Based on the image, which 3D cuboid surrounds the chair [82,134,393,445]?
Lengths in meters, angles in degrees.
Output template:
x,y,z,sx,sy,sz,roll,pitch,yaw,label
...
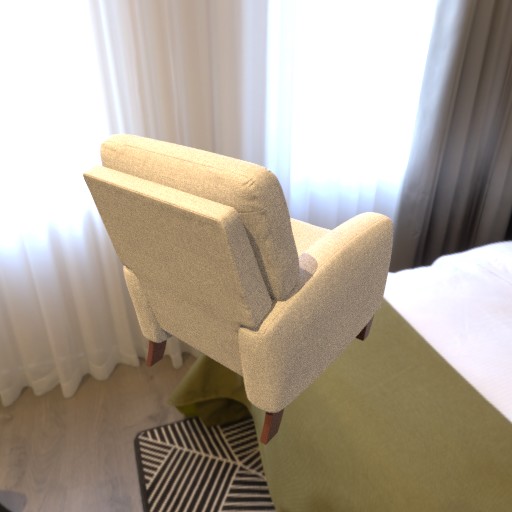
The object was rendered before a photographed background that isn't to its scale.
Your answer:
x,y,z,sx,sy,sz,roll,pitch,yaw,label
0.000,0.000,1.731,0.762,0.990,0.990,21,35,34,chair
